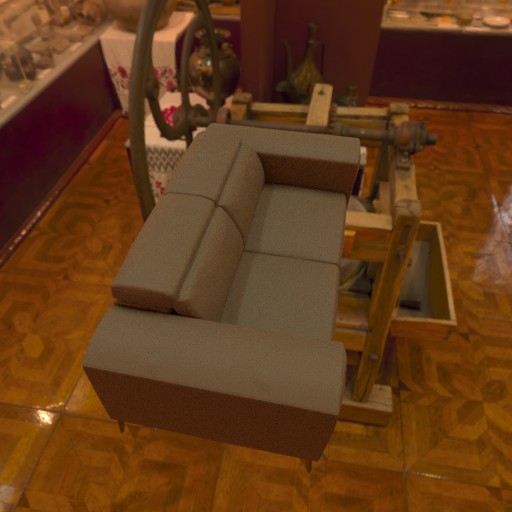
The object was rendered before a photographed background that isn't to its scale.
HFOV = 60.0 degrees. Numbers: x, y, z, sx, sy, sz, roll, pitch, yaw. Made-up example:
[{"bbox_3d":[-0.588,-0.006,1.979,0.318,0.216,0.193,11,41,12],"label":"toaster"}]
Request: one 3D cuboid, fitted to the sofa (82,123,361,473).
[{"bbox_3d":[0.000,0.000,2.418,1.003,0.779,1.895,8,46,8],"label":"sofa"}]
